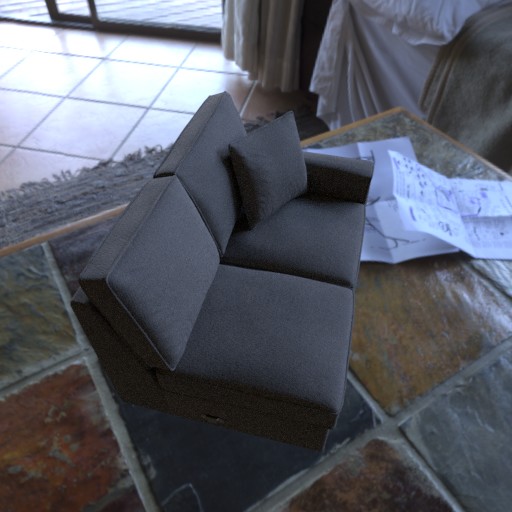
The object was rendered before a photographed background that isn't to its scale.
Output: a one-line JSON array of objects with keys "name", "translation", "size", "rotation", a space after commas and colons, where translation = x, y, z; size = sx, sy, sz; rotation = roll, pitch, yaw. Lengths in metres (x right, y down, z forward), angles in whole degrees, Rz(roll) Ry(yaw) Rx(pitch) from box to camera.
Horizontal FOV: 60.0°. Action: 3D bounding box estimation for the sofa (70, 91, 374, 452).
[{"name": "sofa", "translation": [0.000, 0.000, 2.111], "size": [0.991, 0.989, 1.388], "rotation": [11, 48, 10]}]
